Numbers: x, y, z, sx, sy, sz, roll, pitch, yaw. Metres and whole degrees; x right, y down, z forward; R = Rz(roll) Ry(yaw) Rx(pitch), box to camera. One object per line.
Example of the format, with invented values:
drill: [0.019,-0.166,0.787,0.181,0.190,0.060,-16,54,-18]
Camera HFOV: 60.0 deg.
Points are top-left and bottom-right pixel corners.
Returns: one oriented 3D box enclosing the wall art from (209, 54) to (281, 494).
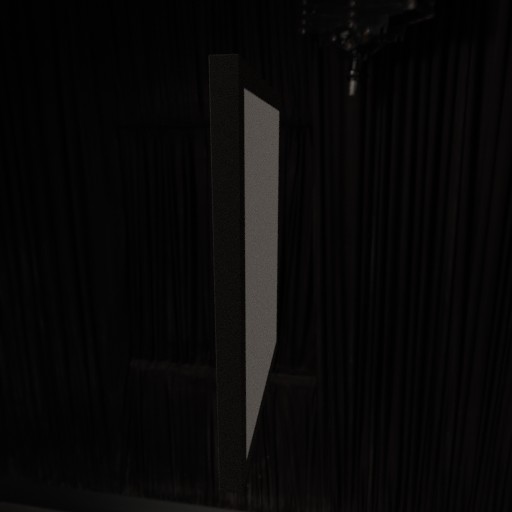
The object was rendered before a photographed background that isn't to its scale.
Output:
wall art: [0.000,0.000,0.549,0.024,0.404,0.329,2,15,8]
